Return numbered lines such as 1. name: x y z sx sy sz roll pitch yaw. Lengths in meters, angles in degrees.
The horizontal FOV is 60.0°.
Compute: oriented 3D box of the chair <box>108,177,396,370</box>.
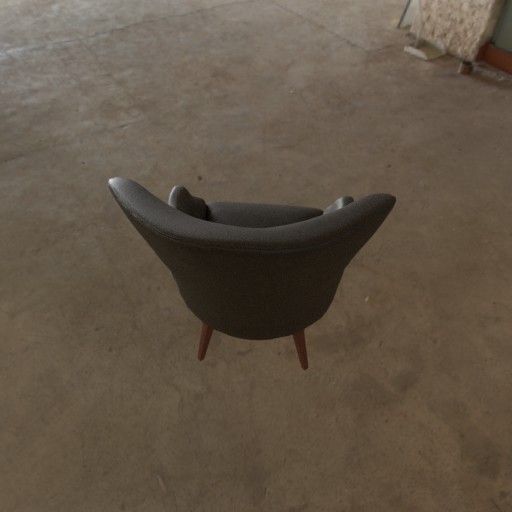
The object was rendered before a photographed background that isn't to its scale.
1. chair: 0.000 0.000 1.732 0.819 1.068 0.954 4 47 4
